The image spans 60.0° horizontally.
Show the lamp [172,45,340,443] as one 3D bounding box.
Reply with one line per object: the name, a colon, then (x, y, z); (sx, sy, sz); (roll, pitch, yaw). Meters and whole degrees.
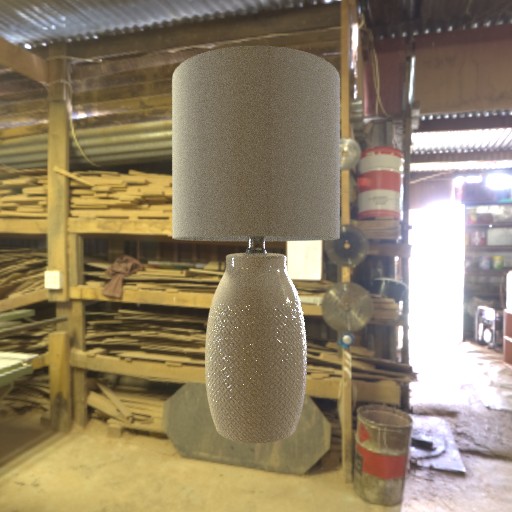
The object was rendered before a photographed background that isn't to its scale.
lamp: (0.000, 0.000, 0.585); (0.217, 0.453, 0.217); (0, 0, 19)
